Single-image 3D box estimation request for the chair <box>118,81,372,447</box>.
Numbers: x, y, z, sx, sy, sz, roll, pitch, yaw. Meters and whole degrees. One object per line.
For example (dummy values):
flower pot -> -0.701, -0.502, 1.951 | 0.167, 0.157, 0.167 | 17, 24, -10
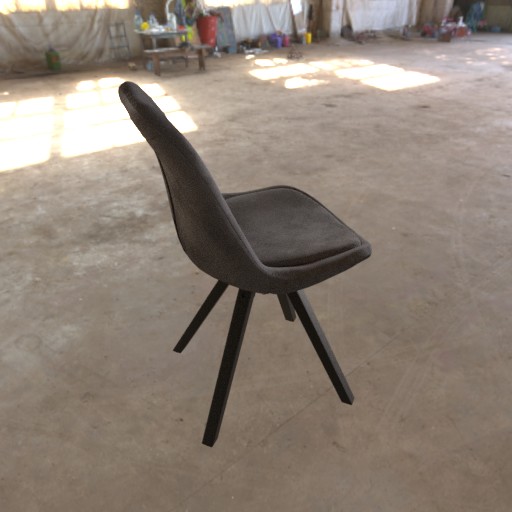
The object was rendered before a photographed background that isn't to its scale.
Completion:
chair -> 0.000, 0.000, 1.153 | 0.550, 0.850, 0.476 | -11, 33, -18
